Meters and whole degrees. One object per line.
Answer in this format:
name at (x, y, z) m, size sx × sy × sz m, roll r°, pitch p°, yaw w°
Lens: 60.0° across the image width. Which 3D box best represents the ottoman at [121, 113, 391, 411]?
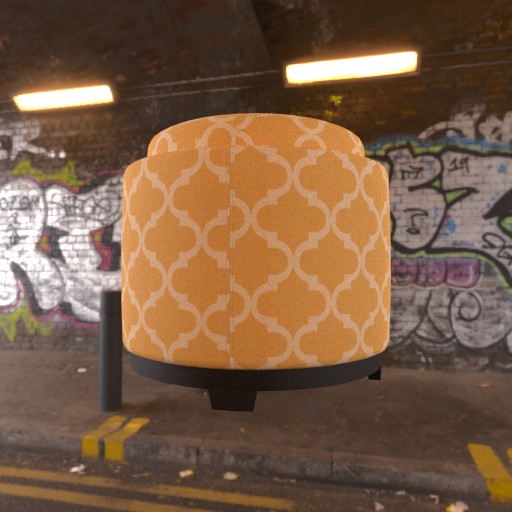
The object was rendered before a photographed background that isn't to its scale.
ottoman at (0.000, 0.000, 0.825) m, size 0.480 × 0.429 × 0.480 m, roll 0°, pitch -1°, yaw 0°
